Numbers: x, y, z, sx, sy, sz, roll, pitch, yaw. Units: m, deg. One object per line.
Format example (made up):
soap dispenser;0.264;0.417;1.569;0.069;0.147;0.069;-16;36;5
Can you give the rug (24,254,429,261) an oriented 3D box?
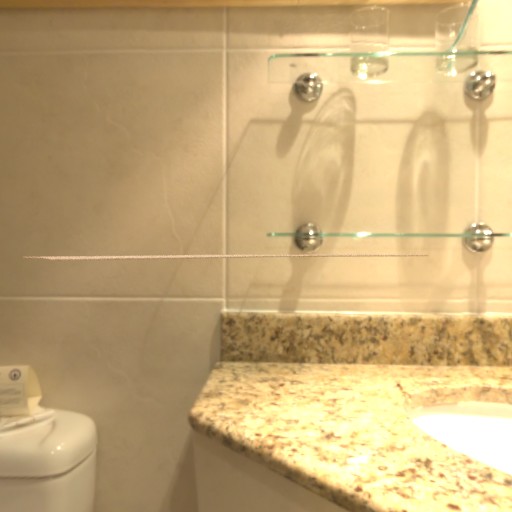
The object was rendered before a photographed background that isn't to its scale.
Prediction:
rug;0.000;0.000;2.597;2.346;0.013;0.712;0;1;-35
